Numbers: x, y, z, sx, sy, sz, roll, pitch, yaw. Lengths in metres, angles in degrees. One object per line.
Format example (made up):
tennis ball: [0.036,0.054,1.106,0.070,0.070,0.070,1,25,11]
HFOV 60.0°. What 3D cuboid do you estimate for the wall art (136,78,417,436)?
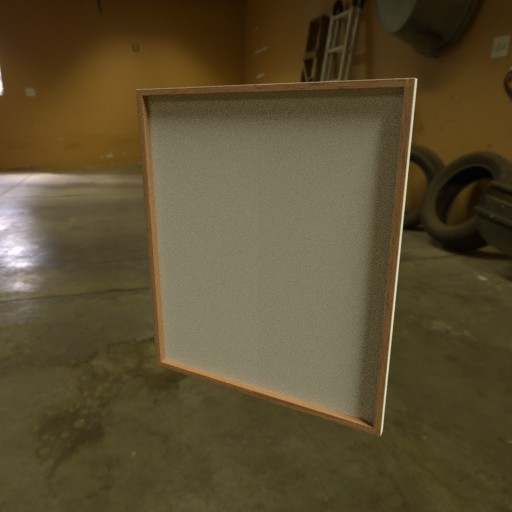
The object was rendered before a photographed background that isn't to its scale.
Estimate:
wall art: [0.000,0.000,0.984,0.609,0.710,0.021,9,19,27]
